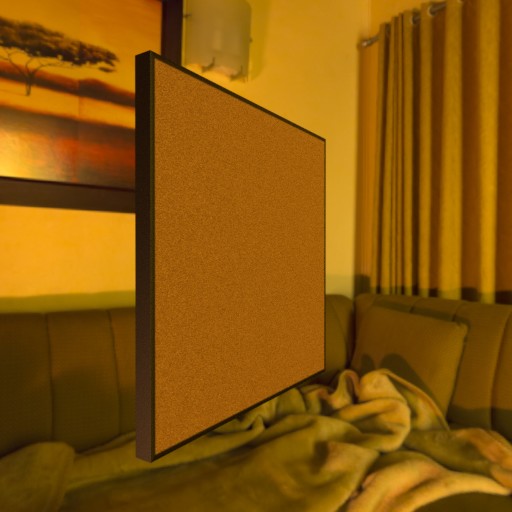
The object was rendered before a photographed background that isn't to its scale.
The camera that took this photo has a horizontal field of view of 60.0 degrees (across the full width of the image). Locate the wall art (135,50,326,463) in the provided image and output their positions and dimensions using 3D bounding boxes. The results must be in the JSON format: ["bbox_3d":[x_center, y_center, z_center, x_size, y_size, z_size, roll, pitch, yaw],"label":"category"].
[{"bbox_3d":[0.000,0.000,0.769,0.028,0.511,0.513,0,0,34],"label":"wall art"}]
